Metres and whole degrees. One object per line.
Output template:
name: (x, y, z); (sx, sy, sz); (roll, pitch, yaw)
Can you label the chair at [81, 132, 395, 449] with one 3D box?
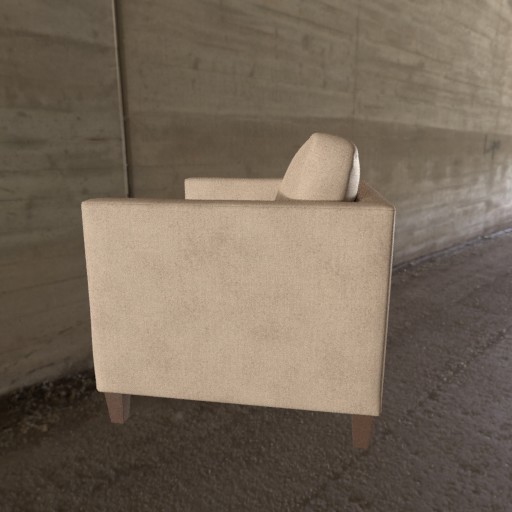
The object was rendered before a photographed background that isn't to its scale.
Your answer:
chair: (0.000, 0.000, 1.841); (0.959, 0.961, 1.133); (2, 14, 9)
